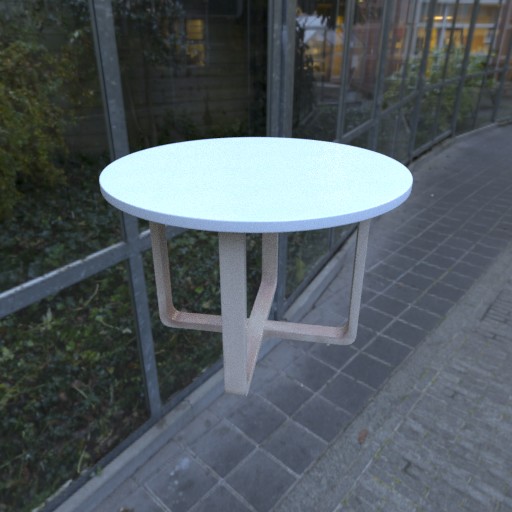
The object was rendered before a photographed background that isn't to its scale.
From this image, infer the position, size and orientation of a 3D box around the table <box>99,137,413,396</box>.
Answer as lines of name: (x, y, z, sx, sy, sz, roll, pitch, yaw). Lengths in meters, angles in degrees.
table: (0.000, 0.000, 0.977, 0.600, 0.400, 0.600, 0, 26, 0)
